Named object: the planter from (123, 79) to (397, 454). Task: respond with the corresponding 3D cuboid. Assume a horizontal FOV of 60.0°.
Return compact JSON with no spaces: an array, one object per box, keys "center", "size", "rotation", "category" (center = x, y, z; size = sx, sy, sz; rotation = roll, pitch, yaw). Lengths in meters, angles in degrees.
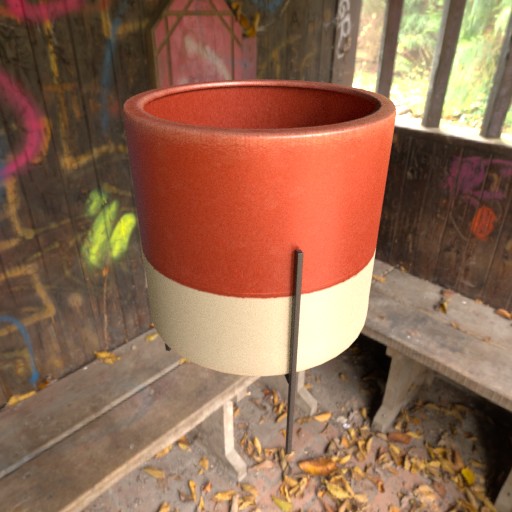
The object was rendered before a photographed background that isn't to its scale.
[{"center":[0.000,0.000,0.685],"size":[0.354,0.465,0.345],"rotation":[8,31,14],"category":"planter"}]
